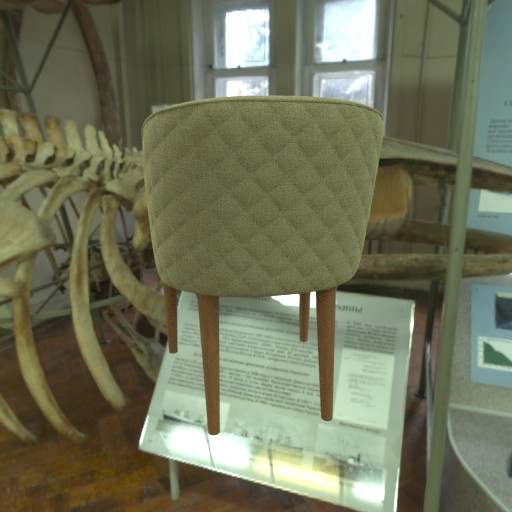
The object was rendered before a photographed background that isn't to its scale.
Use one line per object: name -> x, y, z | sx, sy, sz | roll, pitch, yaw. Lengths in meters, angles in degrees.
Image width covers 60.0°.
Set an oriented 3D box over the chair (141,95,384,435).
chair -> 0.000, 0.000, 1.214 | 0.584, 0.775, 0.616 | -3, 15, -11
